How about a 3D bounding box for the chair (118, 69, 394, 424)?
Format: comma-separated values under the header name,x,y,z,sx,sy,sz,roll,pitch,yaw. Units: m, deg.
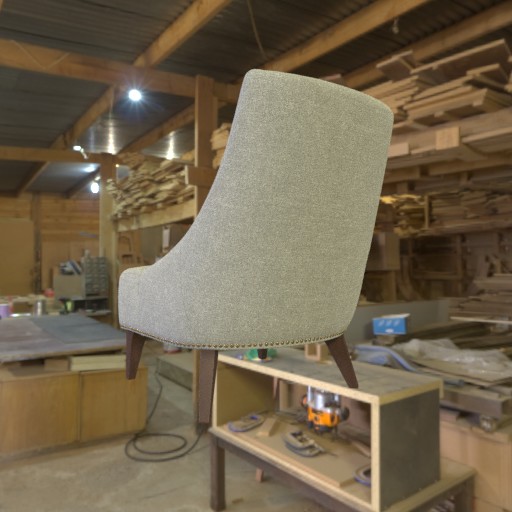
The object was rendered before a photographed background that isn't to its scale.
name,x,y,z,sx,sy,sz,roll,pitch,yaw
chair,0.000,0.000,1.518,0.701,0.909,0.861,1,-1,-35
